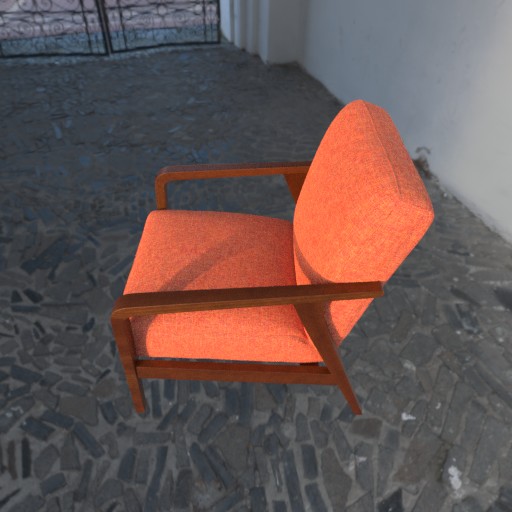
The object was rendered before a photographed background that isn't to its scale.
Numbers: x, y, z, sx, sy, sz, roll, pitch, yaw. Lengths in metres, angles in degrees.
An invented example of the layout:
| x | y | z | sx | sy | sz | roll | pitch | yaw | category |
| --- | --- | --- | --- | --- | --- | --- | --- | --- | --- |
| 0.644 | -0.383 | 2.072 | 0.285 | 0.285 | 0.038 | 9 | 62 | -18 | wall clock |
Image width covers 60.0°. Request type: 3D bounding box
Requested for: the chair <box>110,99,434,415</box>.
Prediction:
| x | y | z | sx | sy | sz | roll | pitch | yaw | category |
| --- | --- | --- | --- | --- | --- | --- | --- | --- | --- |
| 0.000 | 0.000 | 1.506 | 0.860 | 0.890 | 0.719 | 0 | 42 | 0 | chair |
